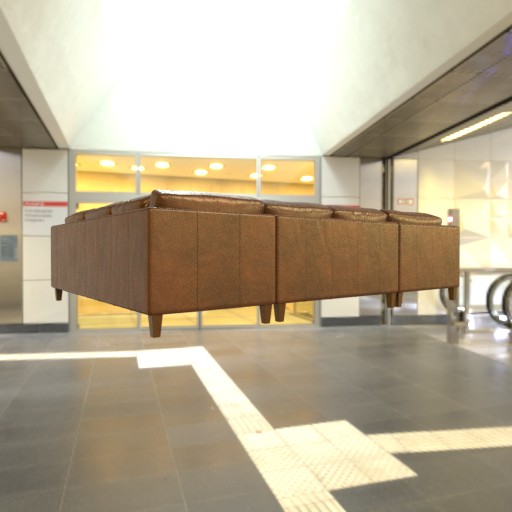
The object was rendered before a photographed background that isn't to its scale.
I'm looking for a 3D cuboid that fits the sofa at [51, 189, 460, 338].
[{"bbox_3d":[0.000,0.000,4.459,3.324,0.891,2.452,-1,1,-37],"label":"sofa"}]
